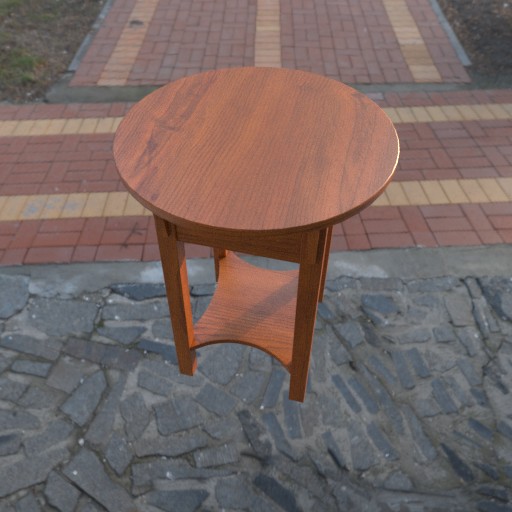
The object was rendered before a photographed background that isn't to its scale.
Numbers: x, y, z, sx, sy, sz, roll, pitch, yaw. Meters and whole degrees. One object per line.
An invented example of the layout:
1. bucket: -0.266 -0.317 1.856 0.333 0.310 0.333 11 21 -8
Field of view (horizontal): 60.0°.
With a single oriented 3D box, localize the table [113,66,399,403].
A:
1. table: 0.000 0.000 0.948 0.457 0.610 0.457 0 48 0
